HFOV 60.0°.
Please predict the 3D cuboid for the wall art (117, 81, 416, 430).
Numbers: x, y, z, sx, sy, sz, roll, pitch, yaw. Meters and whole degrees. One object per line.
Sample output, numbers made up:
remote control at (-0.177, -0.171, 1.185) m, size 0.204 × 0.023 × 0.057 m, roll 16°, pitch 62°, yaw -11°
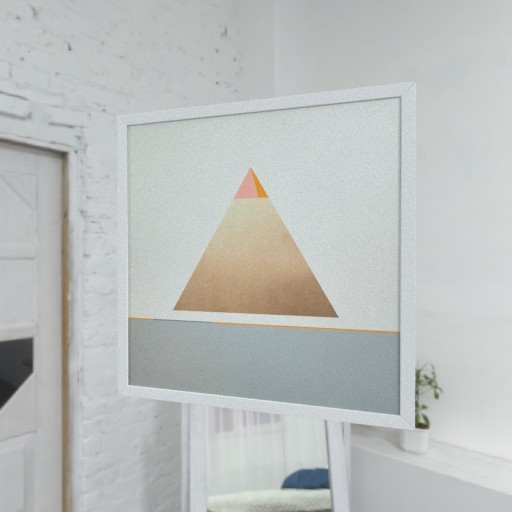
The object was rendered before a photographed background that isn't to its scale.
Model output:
wall art at (0.000, 0.000, 0.452) m, size 0.305 × 0.304 × 0.038 m, roll 0°, pitch 1°, yaw 18°
